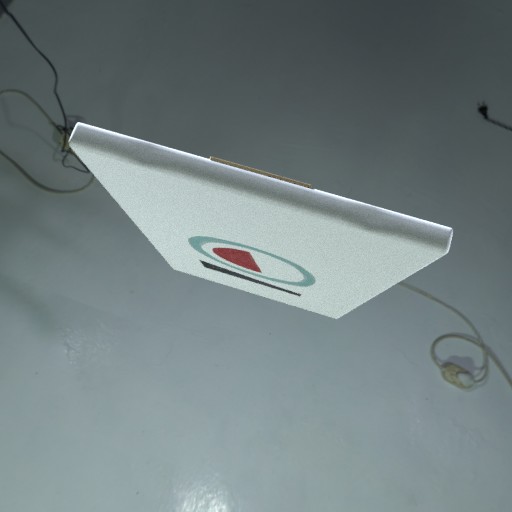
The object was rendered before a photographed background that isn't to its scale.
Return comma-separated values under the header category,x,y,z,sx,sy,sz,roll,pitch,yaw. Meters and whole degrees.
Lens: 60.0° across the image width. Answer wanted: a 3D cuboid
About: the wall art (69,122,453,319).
category,x,y,z,sx,sy,sz,roll,pitch,yaw
wall art,0.000,0.000,1.109,0.602,0.902,0.048,17,77,4
